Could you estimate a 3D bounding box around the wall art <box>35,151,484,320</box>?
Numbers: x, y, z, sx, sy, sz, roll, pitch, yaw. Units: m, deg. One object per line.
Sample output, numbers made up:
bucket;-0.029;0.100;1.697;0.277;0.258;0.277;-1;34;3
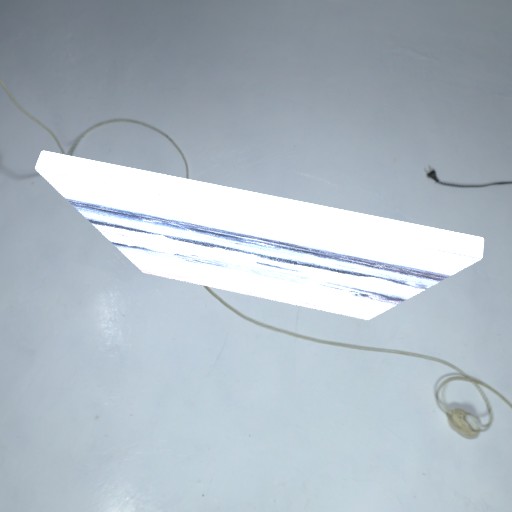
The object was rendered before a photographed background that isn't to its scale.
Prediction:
wall art;0.000;0.000;1.096;0.755;0.747;0.065;12;75;3
